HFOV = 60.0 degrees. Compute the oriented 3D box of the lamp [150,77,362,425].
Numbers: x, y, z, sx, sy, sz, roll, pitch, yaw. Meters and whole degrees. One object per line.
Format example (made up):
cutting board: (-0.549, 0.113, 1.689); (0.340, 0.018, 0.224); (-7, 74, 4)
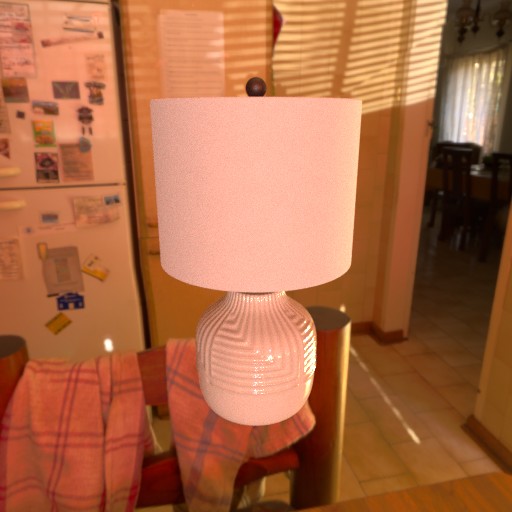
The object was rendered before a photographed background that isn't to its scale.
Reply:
lamp: (0.000, 0.000, 0.755); (0.318, 0.567, 0.318); (0, 18, 0)
